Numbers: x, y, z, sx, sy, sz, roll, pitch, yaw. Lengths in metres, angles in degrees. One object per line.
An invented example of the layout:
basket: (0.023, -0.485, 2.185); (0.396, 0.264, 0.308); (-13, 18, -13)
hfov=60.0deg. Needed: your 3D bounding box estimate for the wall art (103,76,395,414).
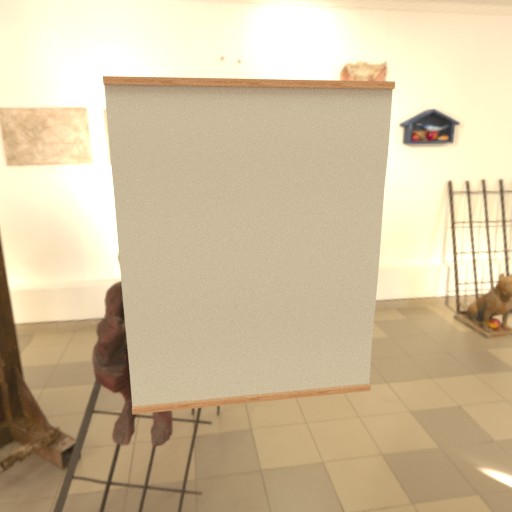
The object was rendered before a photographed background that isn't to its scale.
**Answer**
wall art: (0.000, 0.000, 0.682); (0.406, 0.508, 0.013); (-3, 16, -9)
